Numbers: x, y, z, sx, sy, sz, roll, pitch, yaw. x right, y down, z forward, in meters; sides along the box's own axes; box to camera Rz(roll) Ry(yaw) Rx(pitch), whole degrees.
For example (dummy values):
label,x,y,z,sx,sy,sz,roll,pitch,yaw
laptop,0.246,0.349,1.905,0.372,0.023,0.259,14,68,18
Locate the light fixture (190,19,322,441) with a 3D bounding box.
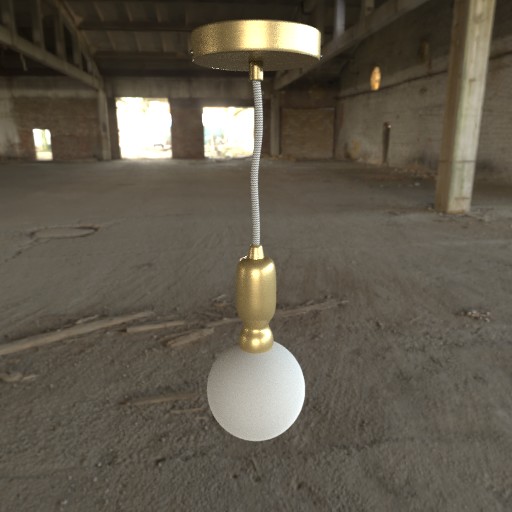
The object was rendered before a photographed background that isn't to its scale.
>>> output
label,x,y,z,sx,sy,sz,roll,pitch,yaw
light fixture,0.000,0.000,0.561,0.147,0.510,0.146,-2,15,-7
